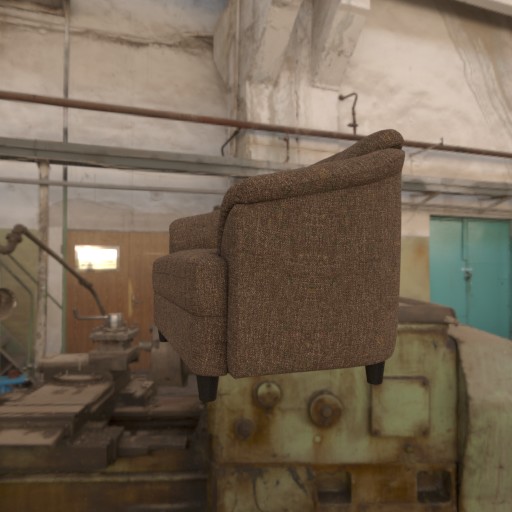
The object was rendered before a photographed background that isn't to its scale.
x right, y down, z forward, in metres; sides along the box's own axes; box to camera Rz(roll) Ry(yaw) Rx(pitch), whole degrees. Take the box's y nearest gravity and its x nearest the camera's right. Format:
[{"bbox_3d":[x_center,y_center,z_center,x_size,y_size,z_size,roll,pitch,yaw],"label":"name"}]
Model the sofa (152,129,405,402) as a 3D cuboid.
[{"bbox_3d":[0.000,0.000,1.967,0.799,0.895,1.404,0,-1,-19],"label":"sofa"}]
